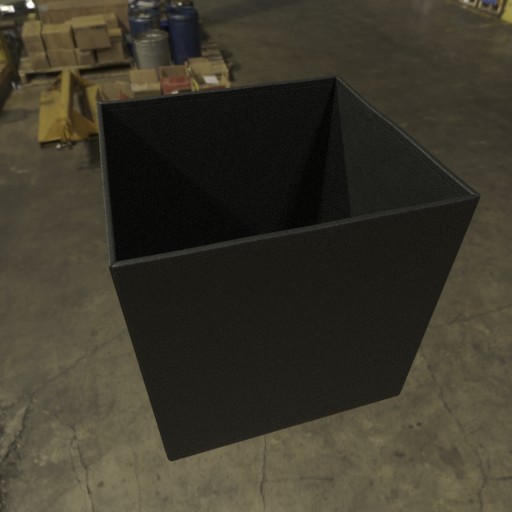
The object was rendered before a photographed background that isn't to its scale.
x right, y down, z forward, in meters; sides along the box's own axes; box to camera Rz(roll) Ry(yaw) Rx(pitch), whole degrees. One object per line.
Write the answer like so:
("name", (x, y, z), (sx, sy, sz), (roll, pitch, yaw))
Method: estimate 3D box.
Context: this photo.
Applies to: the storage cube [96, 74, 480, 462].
("storage cube", (0.000, 0.000, 0.482), (0.270, 0.280, 0.270), (-11, 43, -12))
